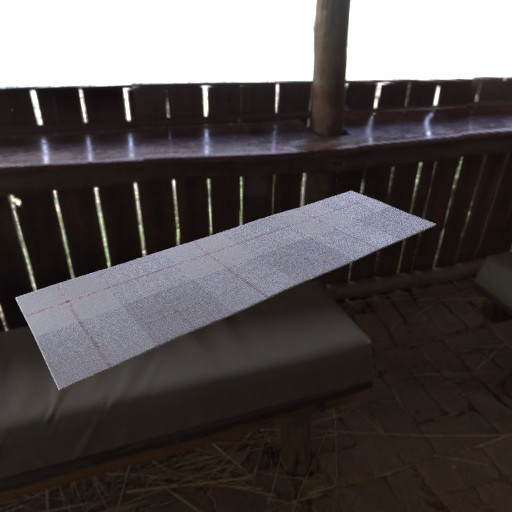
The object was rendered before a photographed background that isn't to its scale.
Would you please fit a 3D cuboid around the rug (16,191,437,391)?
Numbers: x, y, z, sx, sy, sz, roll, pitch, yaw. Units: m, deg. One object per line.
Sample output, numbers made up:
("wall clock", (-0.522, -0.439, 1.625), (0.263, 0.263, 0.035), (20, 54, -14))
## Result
("rug", (0.000, 0.000, 2.588), (2.439, 0.013, 0.762), (-20, 35, -31))
